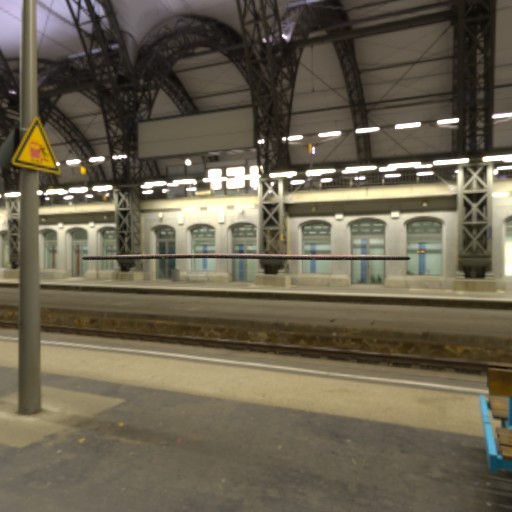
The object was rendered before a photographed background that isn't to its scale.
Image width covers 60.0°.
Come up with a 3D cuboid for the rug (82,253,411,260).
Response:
[{"bbox_3d":[0.000,0.000,3.558,1.522,0.034,3.032,0,0,2],"label":"rug"}]
